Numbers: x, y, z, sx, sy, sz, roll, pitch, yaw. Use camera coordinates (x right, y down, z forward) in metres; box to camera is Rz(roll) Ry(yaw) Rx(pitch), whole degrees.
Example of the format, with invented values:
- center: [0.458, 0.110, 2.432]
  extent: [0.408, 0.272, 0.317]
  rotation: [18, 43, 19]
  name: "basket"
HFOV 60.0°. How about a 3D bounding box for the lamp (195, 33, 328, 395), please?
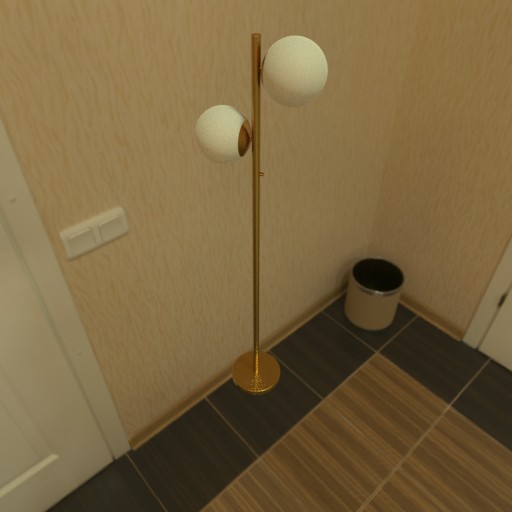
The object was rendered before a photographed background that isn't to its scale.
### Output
- center: [0.000, 0.000, 1.769]
  extent: [0.419, 1.641, 0.249]
  rotation: [13, 43, 14]
  name: "lamp"
